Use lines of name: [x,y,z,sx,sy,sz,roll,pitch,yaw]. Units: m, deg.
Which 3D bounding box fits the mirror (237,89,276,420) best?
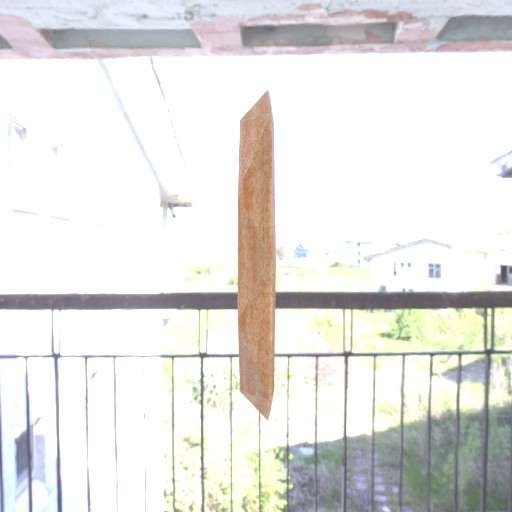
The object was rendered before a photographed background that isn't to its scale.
mirror: [0.000,0.000,1.033,0.070,0.774,0.577,0,1,0]
